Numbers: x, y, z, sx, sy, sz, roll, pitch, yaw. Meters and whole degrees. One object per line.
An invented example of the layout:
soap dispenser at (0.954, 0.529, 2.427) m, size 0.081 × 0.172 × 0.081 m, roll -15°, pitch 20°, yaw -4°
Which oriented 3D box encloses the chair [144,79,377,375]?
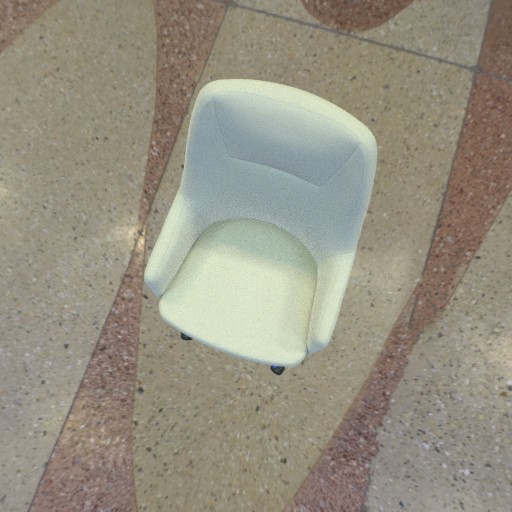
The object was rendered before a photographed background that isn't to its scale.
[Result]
chair at (0.000, 0.000, 1.449) m, size 0.620 × 1.049 × 0.640 m, roll 19°, pitch 75°, yaw 5°
